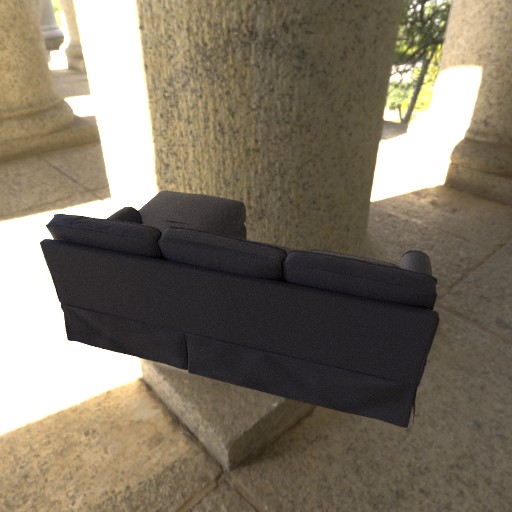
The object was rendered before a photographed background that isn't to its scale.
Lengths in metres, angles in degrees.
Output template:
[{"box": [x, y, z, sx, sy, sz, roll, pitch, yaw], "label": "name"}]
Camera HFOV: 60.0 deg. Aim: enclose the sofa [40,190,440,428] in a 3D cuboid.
[{"box": [0.000, 0.000, 3.381, 2.518, 1.039, 1.637, 10, 34, 15], "label": "sofa"}]
